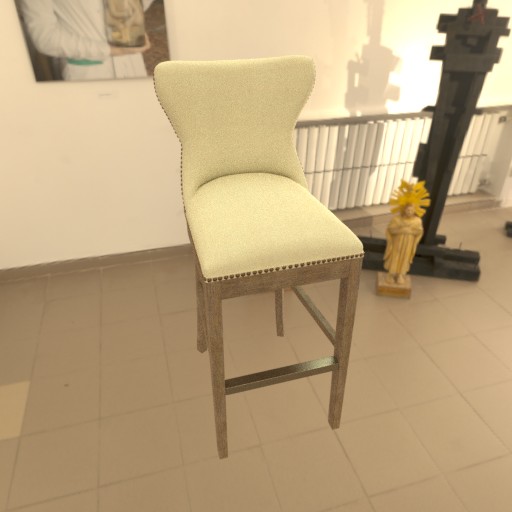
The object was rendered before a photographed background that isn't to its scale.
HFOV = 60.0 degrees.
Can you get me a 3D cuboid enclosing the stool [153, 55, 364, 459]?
[{"bbox_3d":[0.000,0.000,1.433,0.494,1.123,0.606,-9,33,-14],"label":"stool"}]
